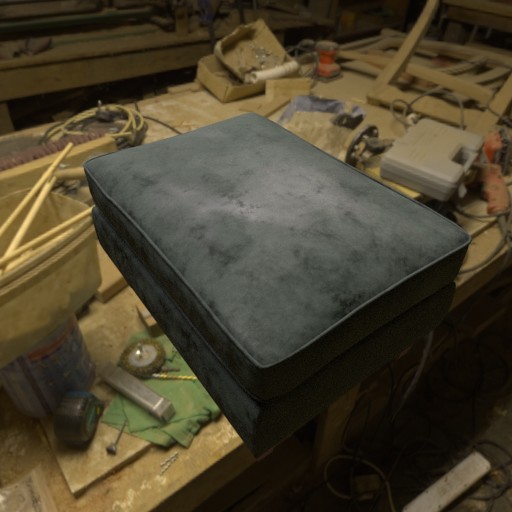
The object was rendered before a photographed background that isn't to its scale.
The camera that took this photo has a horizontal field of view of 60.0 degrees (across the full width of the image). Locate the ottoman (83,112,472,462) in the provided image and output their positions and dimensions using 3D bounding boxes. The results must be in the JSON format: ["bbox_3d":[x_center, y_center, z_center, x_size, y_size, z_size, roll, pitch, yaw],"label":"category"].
[{"bbox_3d":[0.000,0.000,1.235,0.632,0.495,0.864,-26,47,-26],"label":"ottoman"}]
